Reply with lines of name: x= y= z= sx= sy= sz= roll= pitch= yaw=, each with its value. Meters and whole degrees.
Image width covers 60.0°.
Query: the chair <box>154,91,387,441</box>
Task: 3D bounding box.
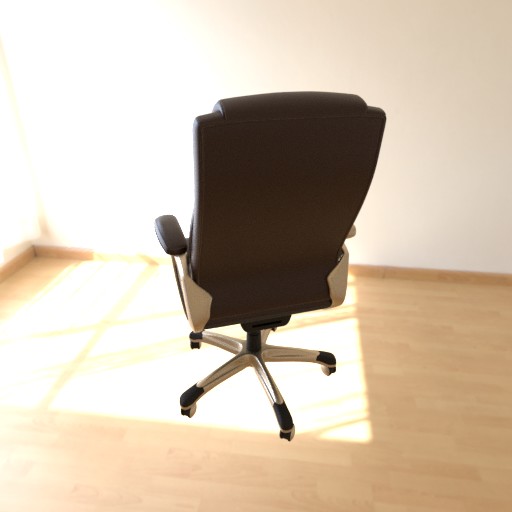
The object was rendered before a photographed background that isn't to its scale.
chair: x=0.000 y=0.000 z=1.621 sx=0.692 sy=1.194 sz=0.749 roll=-8 pitch=27 yaw=-16
